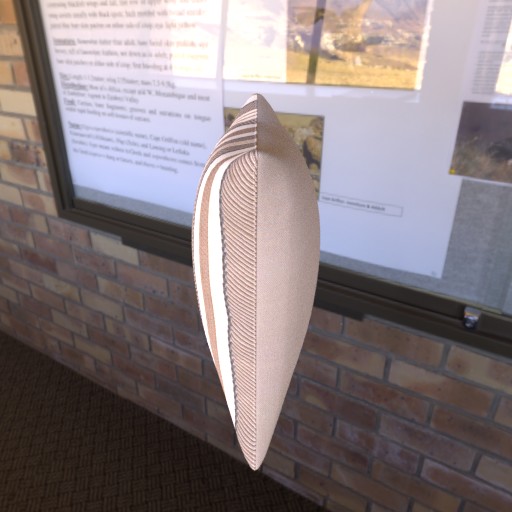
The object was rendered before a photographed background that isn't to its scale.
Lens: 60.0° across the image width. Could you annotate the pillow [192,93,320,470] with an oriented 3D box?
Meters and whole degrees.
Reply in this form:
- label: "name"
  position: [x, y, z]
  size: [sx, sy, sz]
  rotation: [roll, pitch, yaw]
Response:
- label: "pillow"
  position: [0.000, 0.000, 0.642]
  size: [0.173, 0.401, 0.416]
  rotation: [0, 27, 0]
